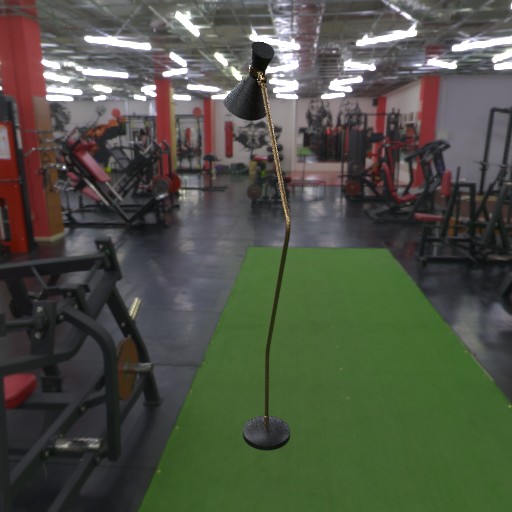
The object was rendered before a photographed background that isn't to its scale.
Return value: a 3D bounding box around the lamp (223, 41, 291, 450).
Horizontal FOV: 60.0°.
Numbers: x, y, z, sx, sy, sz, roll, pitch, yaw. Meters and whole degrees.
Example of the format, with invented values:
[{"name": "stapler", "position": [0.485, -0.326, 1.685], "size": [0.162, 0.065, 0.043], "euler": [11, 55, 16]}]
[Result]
[{"name": "lamp", "position": [0.000, 0.000, 1.596], "size": [0.277, 1.438, 0.467], "euler": [2, 15, 7]}]
